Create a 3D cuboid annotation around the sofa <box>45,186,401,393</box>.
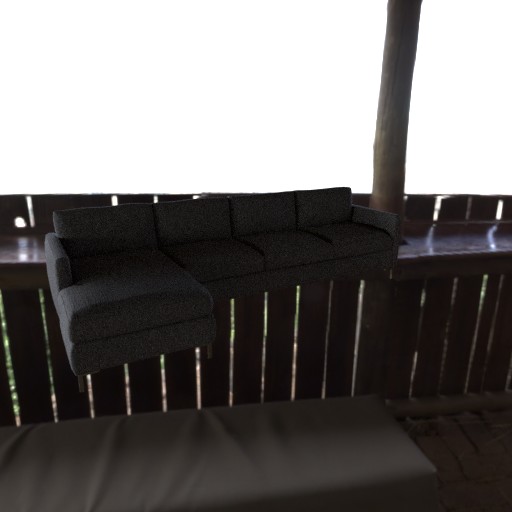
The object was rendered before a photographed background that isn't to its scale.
[{"bbox_3d":[0.000,0.000,3.470,2.932,0.810,1.350,-9,19,-28],"label":"sofa"}]
